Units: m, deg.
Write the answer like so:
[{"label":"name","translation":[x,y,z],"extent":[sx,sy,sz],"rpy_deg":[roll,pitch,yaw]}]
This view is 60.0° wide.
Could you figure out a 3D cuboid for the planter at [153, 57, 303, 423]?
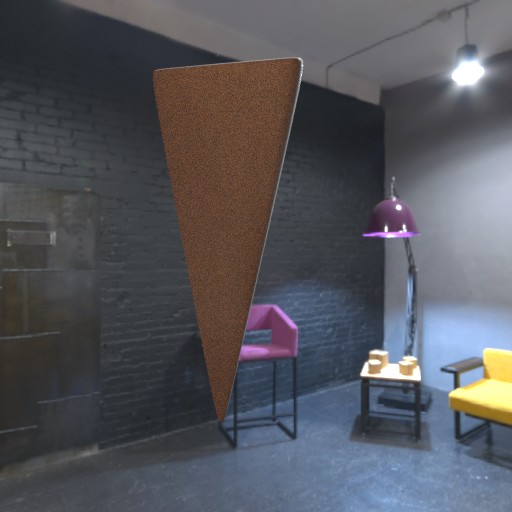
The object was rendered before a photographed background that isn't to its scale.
[{"label":"planter","translation":[0.000,0.000,0.155],"extent":[0.058,0.130,0.047],"rpy_deg":[0,0,-36]}]
